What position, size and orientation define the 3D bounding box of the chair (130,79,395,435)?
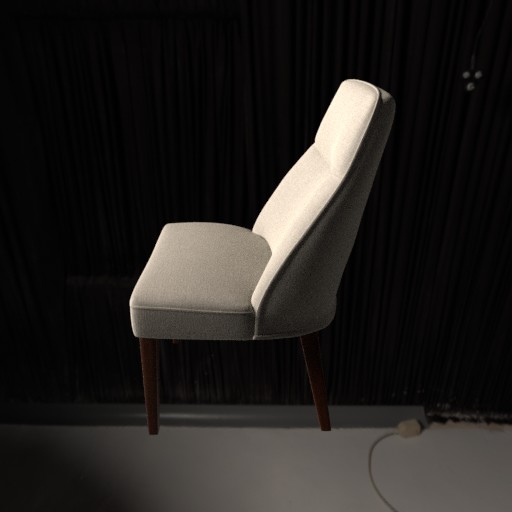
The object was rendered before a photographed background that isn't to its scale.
[{"bbox_3d":[0.000,0.000,1.273,0.620,0.930,0.500,0,26,0],"label":"chair"}]
